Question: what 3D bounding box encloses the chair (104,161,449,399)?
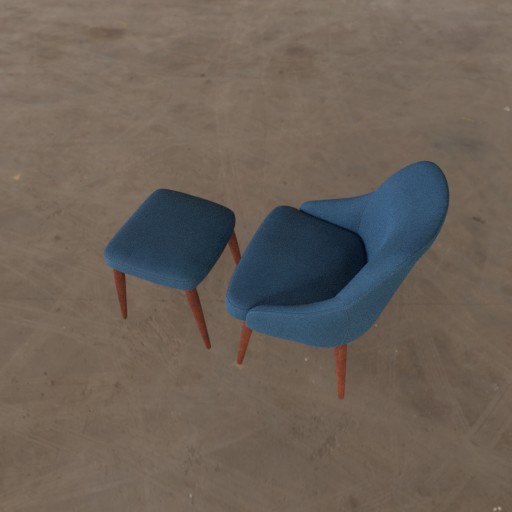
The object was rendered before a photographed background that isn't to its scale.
[{"bbox_3d":[0.000,0.000,1.639,1.114,0.866,0.584,16,50,14],"label":"chair"}]
